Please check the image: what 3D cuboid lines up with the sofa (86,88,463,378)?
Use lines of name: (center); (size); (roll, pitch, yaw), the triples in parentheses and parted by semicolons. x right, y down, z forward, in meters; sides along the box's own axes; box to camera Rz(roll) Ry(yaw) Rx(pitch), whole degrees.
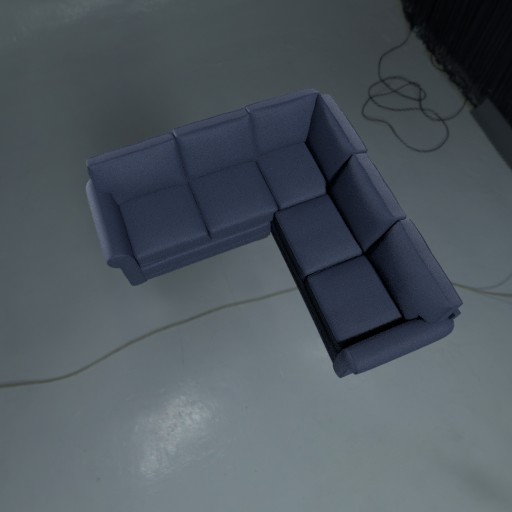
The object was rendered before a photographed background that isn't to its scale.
sofa: (0.000, 0.000, 3.958); (2.487, 1.042, 2.562); (-20, 66, -9)
